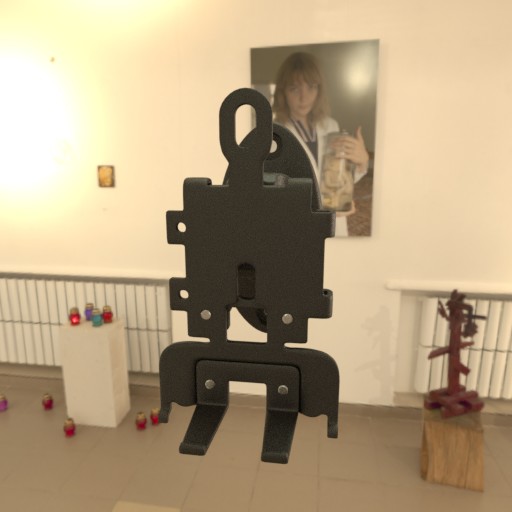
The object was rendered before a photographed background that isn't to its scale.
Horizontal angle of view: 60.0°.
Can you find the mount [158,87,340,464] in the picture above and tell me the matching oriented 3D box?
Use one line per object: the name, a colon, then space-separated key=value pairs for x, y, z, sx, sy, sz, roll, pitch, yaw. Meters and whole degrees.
mount: x=0.000 y=0.000 z=0.173 sx=0.066 sy=0.118 sz=0.100 roll=2 pitch=13 yaw=8
